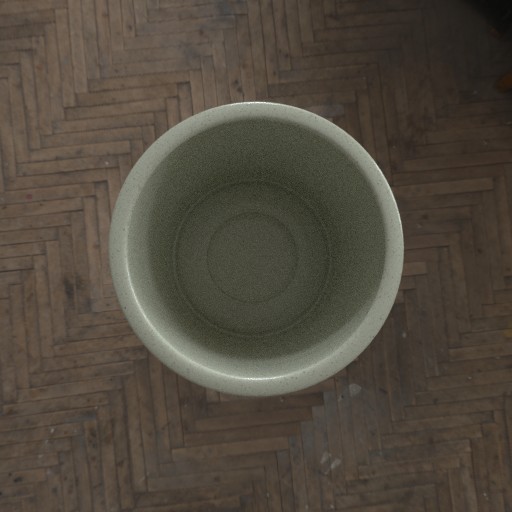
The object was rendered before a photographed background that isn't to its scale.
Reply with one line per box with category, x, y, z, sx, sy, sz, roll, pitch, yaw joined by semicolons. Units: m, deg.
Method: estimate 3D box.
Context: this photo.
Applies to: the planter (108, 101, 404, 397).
planter;0.000;0.000;0.704;0.323;0.475;0.314;0;88;-1
